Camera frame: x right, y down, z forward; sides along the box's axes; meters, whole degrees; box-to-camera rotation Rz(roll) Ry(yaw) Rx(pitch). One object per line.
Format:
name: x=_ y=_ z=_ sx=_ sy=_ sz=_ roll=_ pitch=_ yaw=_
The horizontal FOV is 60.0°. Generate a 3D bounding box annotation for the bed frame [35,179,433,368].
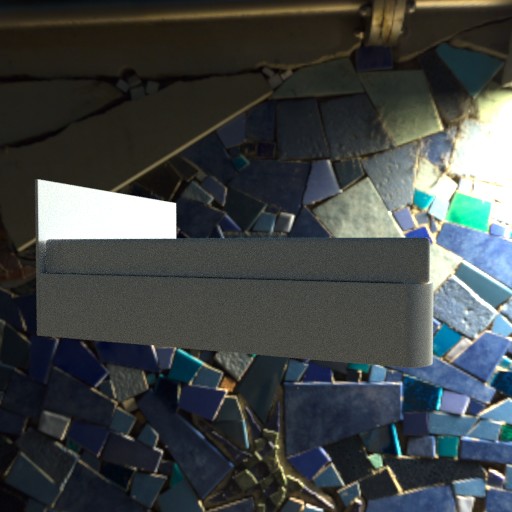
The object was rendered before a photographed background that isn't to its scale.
bed frame: x=0.000 y=0.000 z=2.619 sx=1.900 sy=0.800 sz=1.400 roll=1 pitch=2 yaw=19
